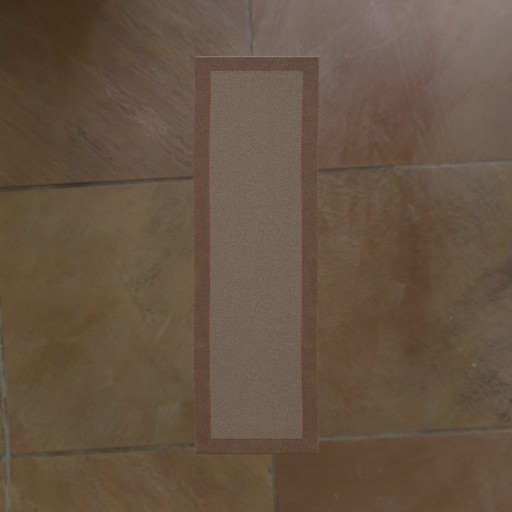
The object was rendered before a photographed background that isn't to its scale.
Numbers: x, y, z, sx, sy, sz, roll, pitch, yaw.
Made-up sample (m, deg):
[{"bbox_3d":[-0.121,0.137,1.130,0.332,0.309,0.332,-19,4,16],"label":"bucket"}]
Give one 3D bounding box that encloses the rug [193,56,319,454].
[{"bbox_3d":[0.000,0.000,2.708,0.767,0.012,2.430,0,90,0],"label":"rug"}]
